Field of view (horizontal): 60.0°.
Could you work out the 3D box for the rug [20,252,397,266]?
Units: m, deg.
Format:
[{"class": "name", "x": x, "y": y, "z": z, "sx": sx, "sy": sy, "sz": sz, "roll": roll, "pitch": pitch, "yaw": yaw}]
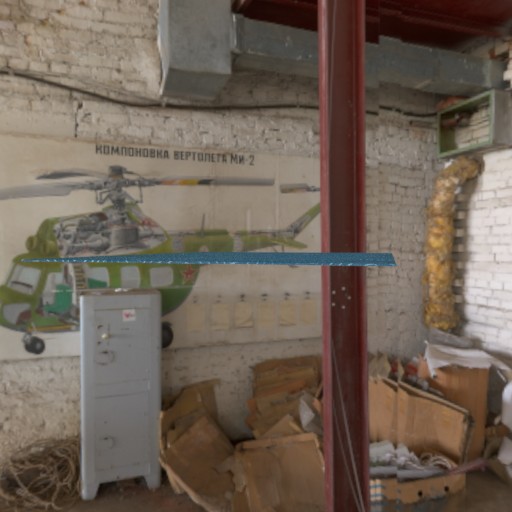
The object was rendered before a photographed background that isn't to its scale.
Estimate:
[{"class": "rug", "x": 0.000, "y": 0.000, "z": 4.103, "sx": 2.432, "sy": 0.012, "sz": 3.033, "roll": 0, "pitch": 2, "yaw": 17}]
